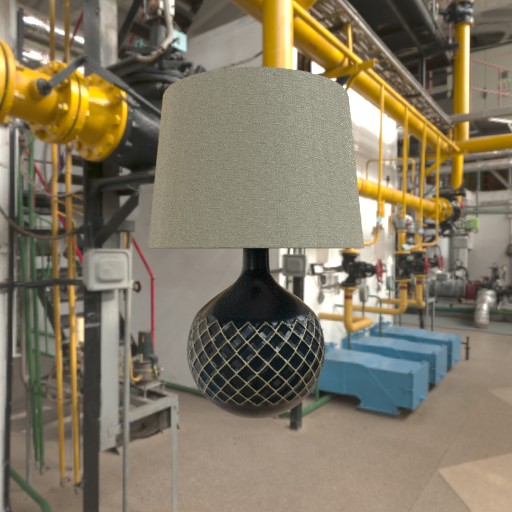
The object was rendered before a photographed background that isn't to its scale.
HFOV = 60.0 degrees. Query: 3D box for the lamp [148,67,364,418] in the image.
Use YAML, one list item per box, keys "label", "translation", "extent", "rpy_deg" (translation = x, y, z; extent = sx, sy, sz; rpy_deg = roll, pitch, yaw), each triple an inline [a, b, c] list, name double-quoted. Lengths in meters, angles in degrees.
- label: "lamp"
  translation: [0.000, 0.000, 0.792]
  extent: [0.376, 0.540, 0.376]
  rpy_deg: [0, 1, 0]
